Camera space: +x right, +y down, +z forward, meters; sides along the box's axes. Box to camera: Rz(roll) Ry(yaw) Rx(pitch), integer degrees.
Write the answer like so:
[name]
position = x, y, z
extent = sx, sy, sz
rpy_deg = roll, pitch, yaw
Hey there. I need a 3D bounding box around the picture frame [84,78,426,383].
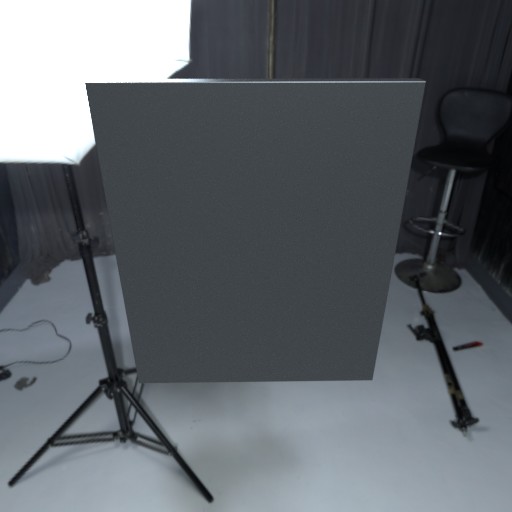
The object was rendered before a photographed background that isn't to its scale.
[picture frame]
position = 0.000, 0.000, 0.747
extent = 0.460, 0.556, 0.028
rpy_deg = 0, 30, -1
